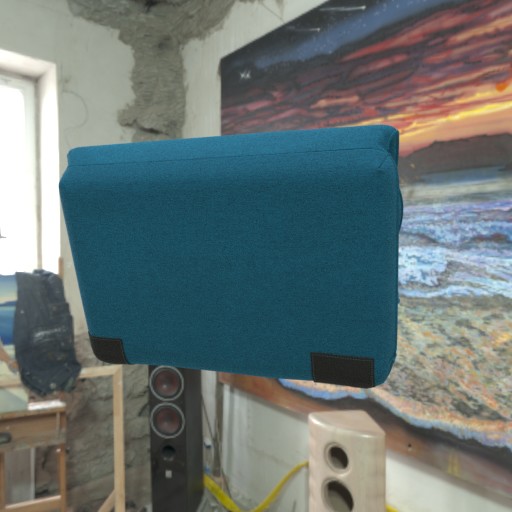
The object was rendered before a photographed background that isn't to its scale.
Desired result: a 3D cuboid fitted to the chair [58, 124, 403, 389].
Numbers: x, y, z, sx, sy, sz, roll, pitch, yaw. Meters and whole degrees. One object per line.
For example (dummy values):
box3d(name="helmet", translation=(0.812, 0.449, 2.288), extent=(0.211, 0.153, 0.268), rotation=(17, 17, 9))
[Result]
box3d(name="chair", translation=(0.000, 0.000, 1.314), extent=(0.820, 0.580, 0.780), rotation=(1, 2, 17))
